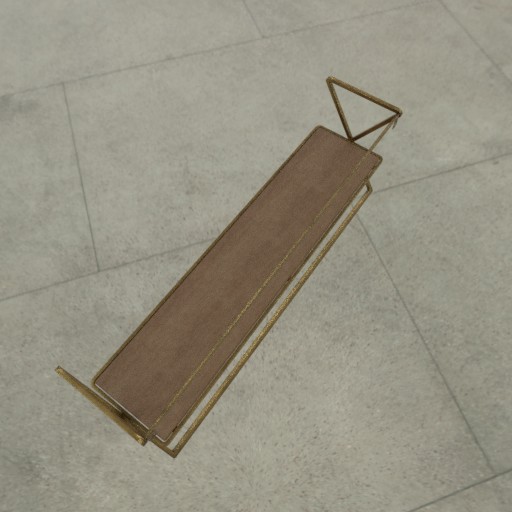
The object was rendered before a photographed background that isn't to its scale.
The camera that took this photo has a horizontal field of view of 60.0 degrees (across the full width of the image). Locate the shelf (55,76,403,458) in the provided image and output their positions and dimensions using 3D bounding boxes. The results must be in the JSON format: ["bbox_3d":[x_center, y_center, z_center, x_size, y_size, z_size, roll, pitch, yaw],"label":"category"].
[{"bbox_3d":[0.000,0.000,0.747,0.150,0.229,0.645,33,67,16],"label":"shelf"}]
